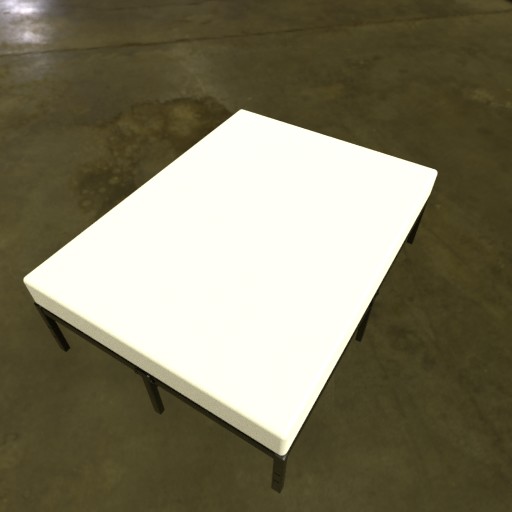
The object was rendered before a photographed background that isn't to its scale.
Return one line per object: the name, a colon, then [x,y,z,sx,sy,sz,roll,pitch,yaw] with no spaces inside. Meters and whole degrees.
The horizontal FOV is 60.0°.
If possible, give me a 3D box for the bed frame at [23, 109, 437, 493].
bed frame: [0.000,0.000,2.797,1.557,0.659,2.072,24,51,21]
